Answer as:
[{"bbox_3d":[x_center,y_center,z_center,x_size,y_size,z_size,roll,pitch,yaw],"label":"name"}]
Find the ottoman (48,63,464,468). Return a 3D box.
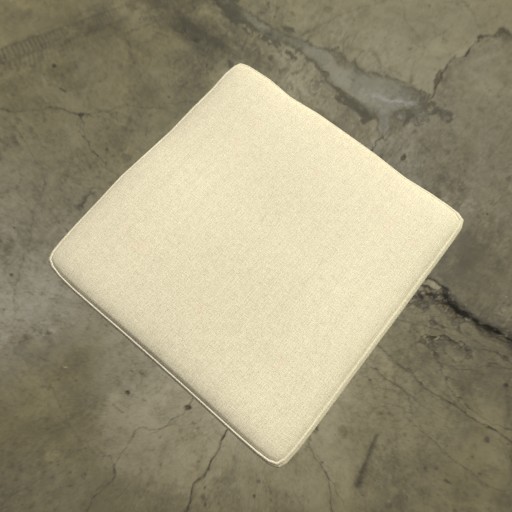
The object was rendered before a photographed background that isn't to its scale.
[{"bbox_3d":[0.000,0.000,1.370,0.838,0.478,0.838,39,78,10],"label":"ottoman"}]
